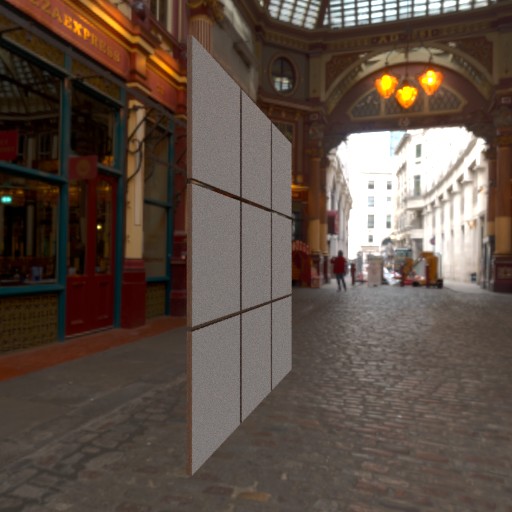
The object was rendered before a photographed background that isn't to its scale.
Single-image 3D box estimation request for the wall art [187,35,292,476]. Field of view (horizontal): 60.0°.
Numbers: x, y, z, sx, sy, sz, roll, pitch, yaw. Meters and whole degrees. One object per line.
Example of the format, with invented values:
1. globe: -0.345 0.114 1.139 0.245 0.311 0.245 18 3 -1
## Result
1. wall art: 0.000 0.000 1.854 0.017 1.246 1.256 0 0 17
